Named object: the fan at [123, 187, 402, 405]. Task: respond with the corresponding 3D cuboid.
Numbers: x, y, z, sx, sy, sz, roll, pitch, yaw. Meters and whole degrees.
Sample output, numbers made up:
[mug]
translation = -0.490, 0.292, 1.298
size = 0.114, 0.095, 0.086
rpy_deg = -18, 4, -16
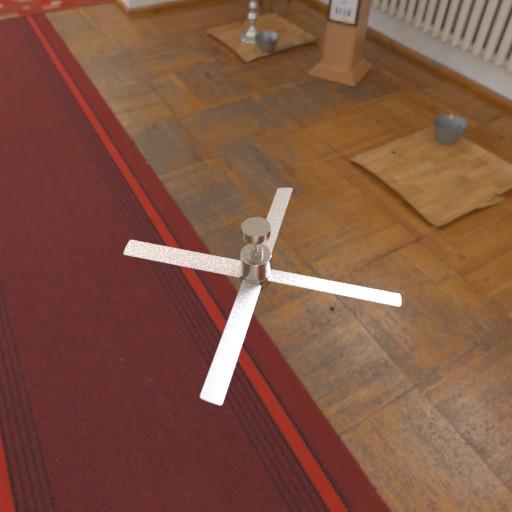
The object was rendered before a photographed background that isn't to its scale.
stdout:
[fan]
translation = 0.000, 0.000, 1.985
size = 1.322, 0.355, 1.322
rpy_deg = 11, 47, 10
